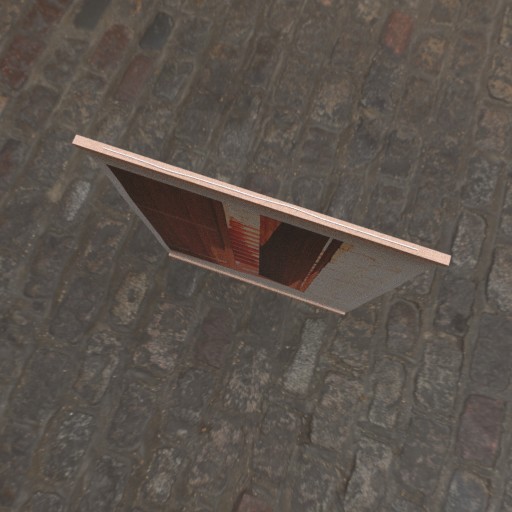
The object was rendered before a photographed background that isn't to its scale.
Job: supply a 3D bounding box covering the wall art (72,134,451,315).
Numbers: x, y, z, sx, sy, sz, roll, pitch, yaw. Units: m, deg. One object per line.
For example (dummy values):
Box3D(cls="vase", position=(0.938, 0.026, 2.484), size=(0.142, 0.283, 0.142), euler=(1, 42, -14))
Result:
Box3D(cls="wall art", position=(0.000, 0.000, 1.334), size=(0.758, 1.013, 0.020), euler=(18, 78, 4))
